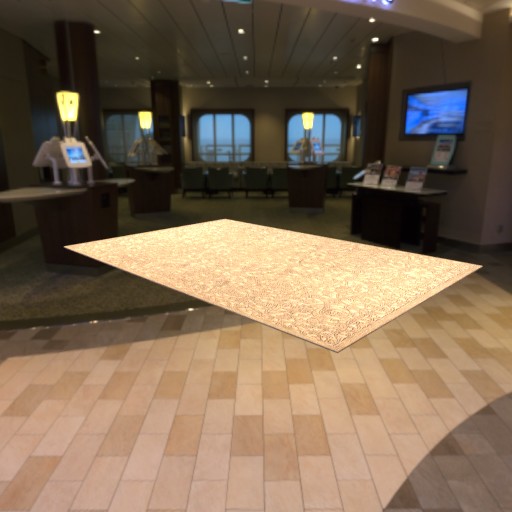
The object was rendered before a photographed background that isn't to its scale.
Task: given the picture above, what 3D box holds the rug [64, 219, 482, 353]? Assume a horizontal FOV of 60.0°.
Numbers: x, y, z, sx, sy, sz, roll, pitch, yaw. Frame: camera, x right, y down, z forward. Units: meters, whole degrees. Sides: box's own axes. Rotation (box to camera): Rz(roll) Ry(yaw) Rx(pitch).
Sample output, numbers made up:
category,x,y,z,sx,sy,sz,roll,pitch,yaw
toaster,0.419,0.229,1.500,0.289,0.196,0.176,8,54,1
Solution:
category,x,y,z,sx,sy,sz,roll,pitch,yaw
rug,0.000,0.000,2.304,1.827,0.006,1.221,14,20,42
